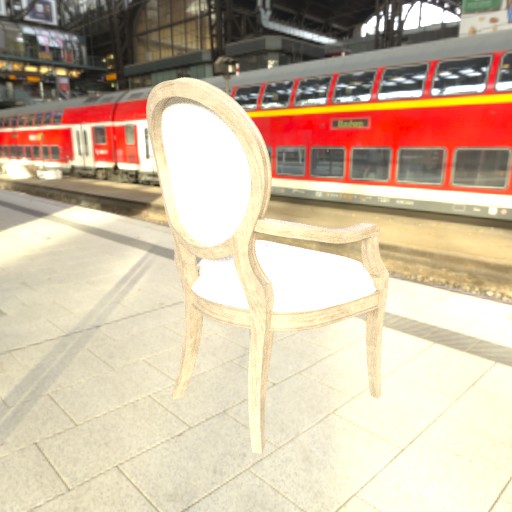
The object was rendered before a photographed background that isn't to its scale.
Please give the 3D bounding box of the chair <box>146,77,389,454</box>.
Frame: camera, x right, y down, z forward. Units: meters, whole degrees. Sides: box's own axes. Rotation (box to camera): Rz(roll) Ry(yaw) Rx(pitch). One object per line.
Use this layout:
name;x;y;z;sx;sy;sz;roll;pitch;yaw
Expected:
chair;0.000;0.000;1.383;0.611;0.991;0.602;14;20;42
